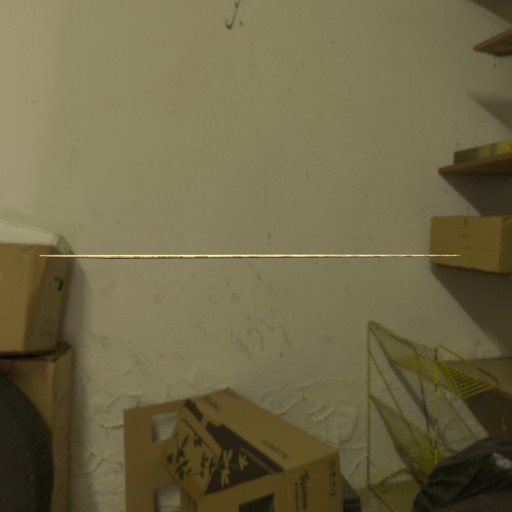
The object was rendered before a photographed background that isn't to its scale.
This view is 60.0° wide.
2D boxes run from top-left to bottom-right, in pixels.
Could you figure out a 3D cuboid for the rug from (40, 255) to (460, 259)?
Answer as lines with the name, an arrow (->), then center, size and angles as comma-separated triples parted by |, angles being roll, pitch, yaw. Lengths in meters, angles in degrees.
rug -> 0.000, 0.000, 3.012 | 2.435, 0.011, 1.526 | 0, 0, -35
